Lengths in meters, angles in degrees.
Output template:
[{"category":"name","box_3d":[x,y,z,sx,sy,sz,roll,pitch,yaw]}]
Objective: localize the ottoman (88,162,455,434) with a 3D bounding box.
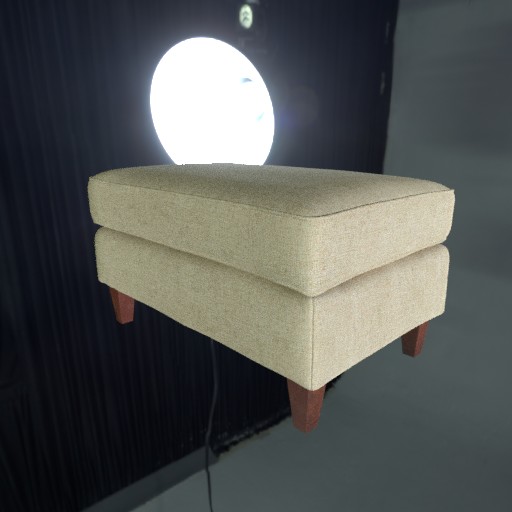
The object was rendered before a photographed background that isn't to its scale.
[{"category":"ottoman","box_3d":[0.000,0.000,1.236,0.583,0.484,0.862,-15,21,-43]}]
